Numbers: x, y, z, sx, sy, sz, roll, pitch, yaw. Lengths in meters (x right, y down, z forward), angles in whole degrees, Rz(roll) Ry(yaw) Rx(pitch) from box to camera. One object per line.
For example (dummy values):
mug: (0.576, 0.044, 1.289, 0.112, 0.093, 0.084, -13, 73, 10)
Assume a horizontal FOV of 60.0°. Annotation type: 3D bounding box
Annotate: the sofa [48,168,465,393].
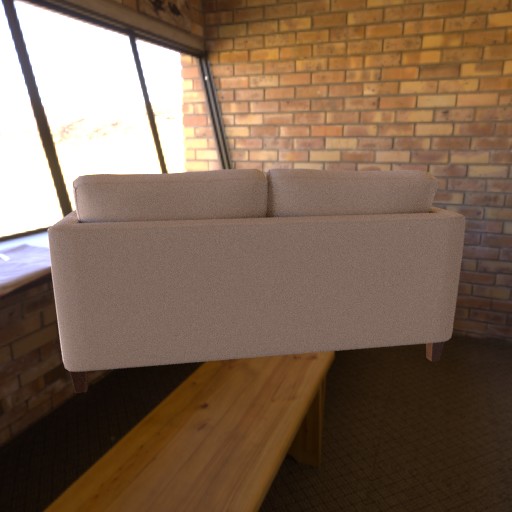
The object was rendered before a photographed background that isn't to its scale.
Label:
sofa: (0.000, 0.000, 2.226, 1.722, 0.888, 0.873, -2, 15, -9)
